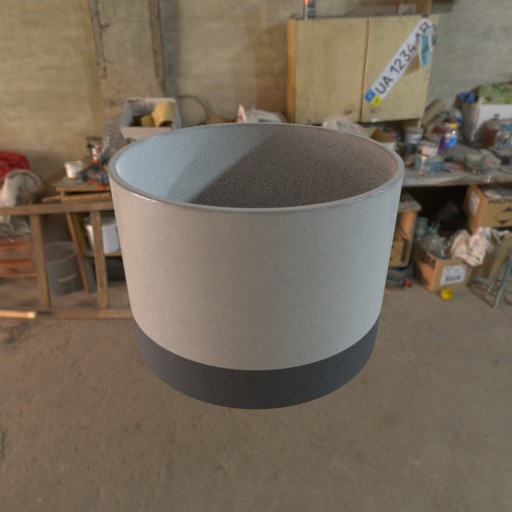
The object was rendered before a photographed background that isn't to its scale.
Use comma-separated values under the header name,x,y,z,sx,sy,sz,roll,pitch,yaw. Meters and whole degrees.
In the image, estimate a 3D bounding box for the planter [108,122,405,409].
name,x,y,z,sx,sy,sz,roll,pitch,yaw
planter,0.000,0.000,0.225,0.128,0.105,0.128,0,29,0
